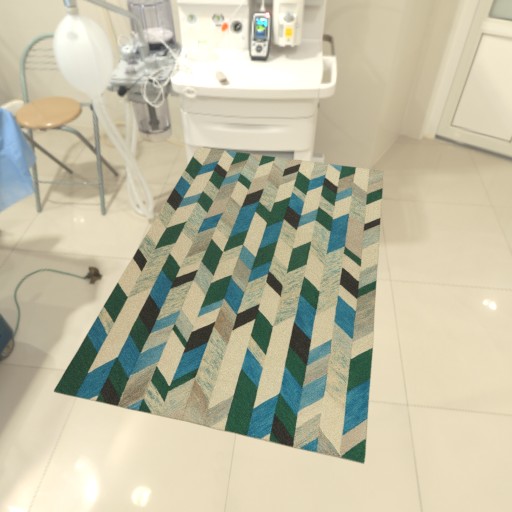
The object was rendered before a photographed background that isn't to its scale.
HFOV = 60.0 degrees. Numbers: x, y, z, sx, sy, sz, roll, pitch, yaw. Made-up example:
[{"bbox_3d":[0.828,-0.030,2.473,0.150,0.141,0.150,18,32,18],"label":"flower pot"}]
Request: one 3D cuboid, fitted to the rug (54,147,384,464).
[{"bbox_3d":[0.000,0.000,2.274,1.229,0.005,1.827,10,46,9],"label":"rug"}]
